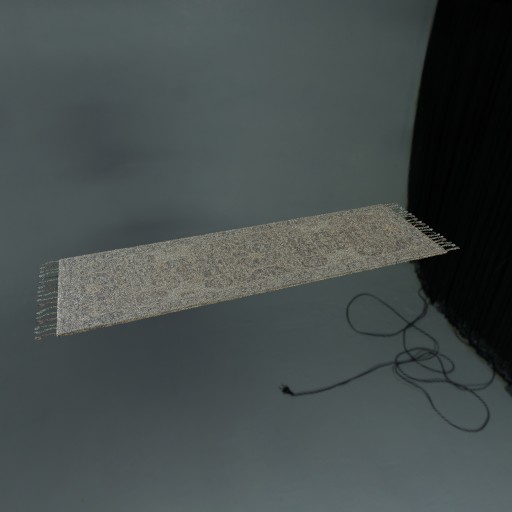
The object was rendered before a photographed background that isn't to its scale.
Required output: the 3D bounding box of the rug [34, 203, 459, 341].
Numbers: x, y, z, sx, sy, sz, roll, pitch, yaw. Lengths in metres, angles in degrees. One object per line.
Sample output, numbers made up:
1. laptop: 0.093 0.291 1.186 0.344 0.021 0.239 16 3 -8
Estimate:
1. rug: 0.000 0.000 2.916 2.664 0.011 0.762 -11 34 -16
